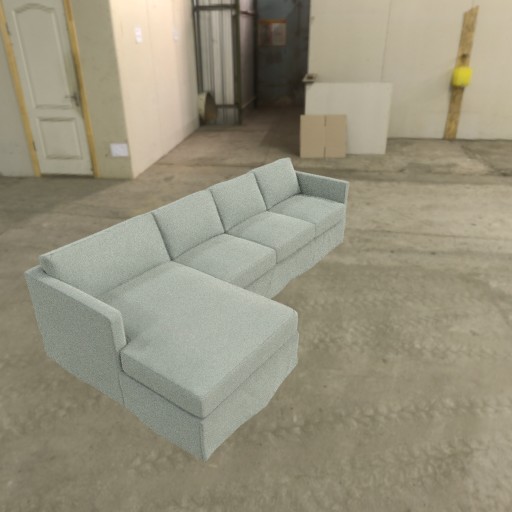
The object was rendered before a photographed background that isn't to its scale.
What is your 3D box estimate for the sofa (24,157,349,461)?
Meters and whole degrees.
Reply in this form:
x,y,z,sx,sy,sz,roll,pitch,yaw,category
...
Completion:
x,y,z,sx,sy,sz,roll,pitch,yaw,category
0.000,0.000,3.843,1.650,0.922,3.205,18,32,32,sofa
